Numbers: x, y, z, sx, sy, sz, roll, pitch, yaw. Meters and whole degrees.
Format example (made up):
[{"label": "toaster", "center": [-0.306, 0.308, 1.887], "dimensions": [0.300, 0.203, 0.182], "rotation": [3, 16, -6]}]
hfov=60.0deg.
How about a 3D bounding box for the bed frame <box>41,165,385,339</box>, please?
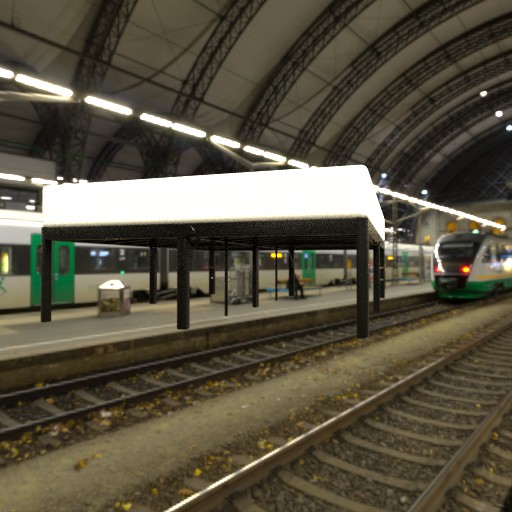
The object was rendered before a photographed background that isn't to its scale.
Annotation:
[{"label": "bed frame", "center": [0.000, 0.000, 2.869], "dimensions": [1.557, 0.659, 2.072], "rotation": [0, -1, 18]}]
